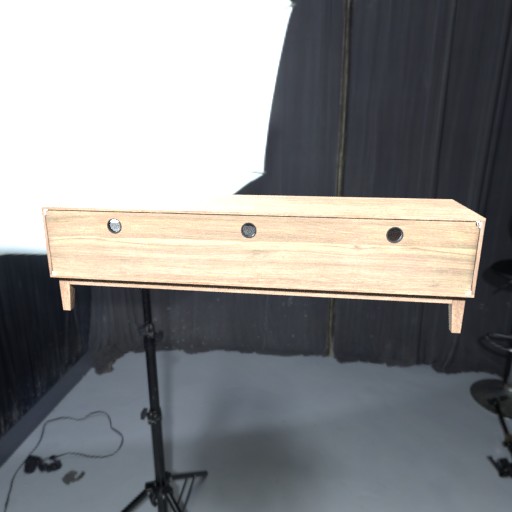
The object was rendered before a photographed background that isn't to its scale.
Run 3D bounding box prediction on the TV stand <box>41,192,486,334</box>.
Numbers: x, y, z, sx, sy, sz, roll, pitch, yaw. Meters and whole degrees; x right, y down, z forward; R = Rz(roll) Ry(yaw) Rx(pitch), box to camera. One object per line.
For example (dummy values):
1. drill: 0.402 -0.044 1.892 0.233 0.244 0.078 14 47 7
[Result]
1. TV stand: 0.000 0.000 1.695 1.482 0.409 0.366 2 17 8
